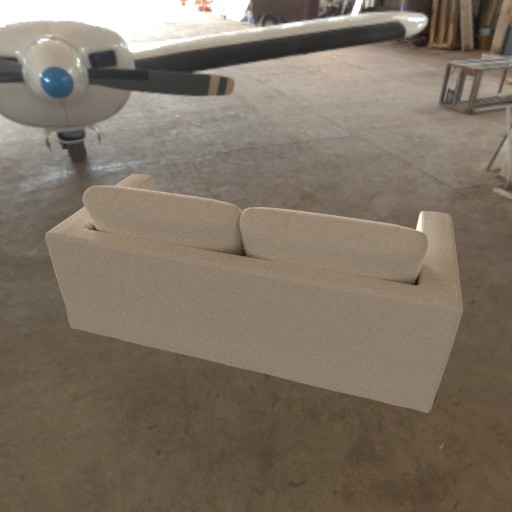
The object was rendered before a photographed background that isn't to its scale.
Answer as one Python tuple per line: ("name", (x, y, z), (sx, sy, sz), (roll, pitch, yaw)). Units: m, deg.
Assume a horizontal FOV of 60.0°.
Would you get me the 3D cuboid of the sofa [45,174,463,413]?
("sofa", (0.000, 0.000, 2.625), (2.163, 0.881, 0.954), (10, 33, 15))
